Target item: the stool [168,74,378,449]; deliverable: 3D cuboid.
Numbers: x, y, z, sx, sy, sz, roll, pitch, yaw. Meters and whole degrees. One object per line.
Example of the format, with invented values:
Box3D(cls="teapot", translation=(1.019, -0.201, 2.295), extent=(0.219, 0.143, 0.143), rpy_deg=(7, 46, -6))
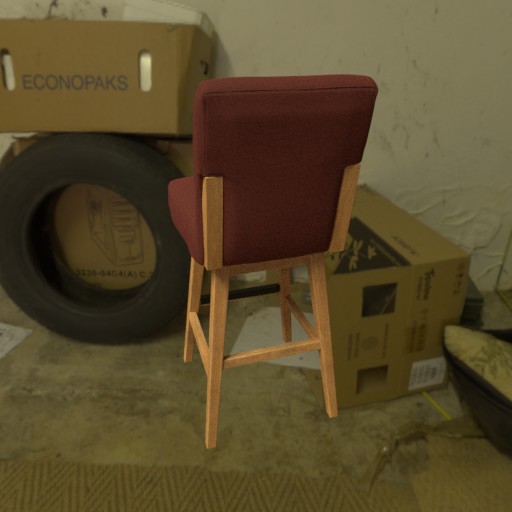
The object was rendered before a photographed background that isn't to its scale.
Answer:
Box3D(cls="stool", translation=(0.000, 0.000, 1.397), extent=(0.468, 1.093, 0.562), rpy_deg=(-8, 28, -16))
